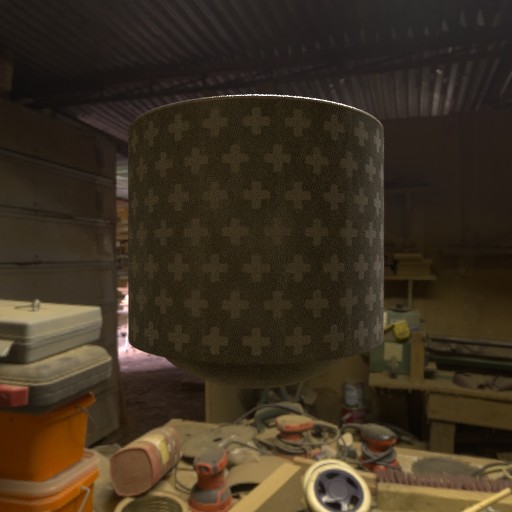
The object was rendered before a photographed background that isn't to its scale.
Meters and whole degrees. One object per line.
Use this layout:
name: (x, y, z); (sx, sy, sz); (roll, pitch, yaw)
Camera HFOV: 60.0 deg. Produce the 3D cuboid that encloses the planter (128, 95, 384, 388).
planter: (0.000, 0.000, 0.343); (0.190, 0.181, 0.190); (0, 0, 0)
